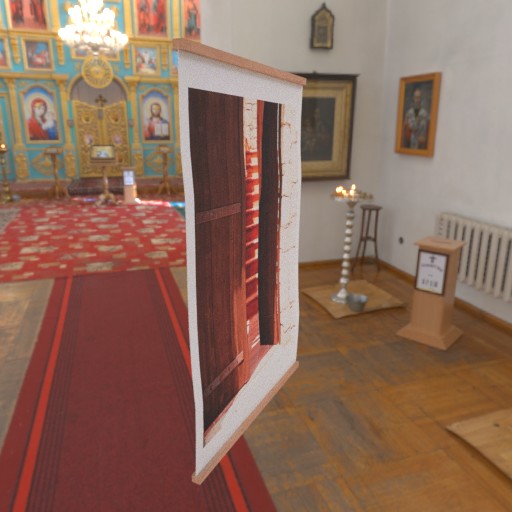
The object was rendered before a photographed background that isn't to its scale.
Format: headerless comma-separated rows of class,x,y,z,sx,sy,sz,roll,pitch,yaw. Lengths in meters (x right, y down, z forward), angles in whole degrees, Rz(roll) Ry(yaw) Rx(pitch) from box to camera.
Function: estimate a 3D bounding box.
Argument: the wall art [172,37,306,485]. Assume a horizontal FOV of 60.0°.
wall art,0.000,0.000,0.631,0.012,0.508,0.332,7,17,26
